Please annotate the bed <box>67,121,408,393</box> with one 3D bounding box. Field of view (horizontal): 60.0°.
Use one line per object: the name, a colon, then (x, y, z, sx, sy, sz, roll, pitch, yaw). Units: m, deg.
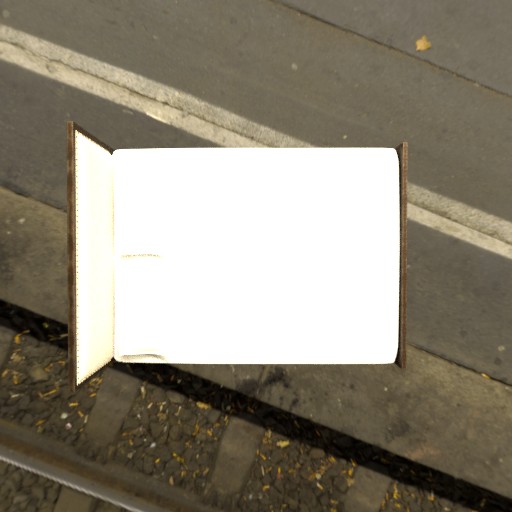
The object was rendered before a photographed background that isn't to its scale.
bed: (0.000, 0.000, 3.268, 2.221, 1.313, 1.607, 0, 91, 0)
